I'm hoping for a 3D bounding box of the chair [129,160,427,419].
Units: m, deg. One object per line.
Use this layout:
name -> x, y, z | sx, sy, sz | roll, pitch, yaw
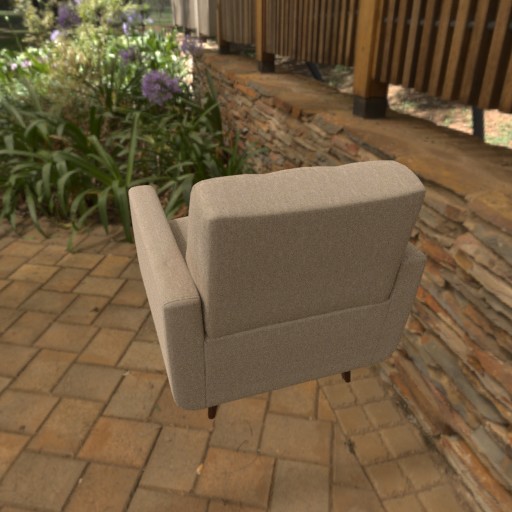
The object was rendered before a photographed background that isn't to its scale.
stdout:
chair -> 0.000, 0.000, 1.821 | 0.897, 0.965, 1.128 | -9, 29, -17
